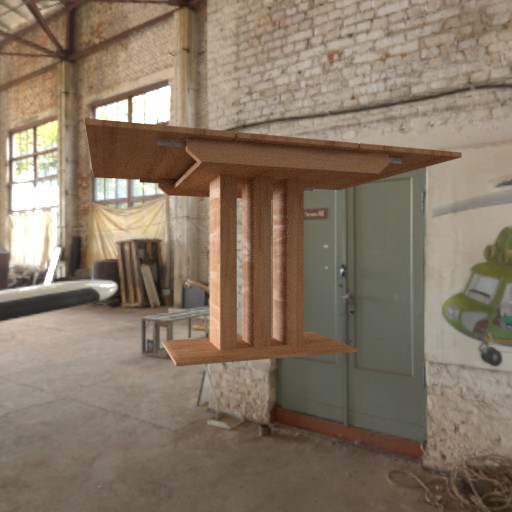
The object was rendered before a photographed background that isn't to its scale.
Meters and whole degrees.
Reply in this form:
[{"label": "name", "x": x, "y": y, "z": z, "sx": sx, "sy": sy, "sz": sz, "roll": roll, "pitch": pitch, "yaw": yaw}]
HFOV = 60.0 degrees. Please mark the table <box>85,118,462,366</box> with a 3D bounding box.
[{"label": "table", "x": 0.000, "y": 0.000, "z": 1.856, "sx": 1.300, "sy": 0.770, "sz": 0.900, "roll": 0, "pitch": 0, "yaw": -19}]
